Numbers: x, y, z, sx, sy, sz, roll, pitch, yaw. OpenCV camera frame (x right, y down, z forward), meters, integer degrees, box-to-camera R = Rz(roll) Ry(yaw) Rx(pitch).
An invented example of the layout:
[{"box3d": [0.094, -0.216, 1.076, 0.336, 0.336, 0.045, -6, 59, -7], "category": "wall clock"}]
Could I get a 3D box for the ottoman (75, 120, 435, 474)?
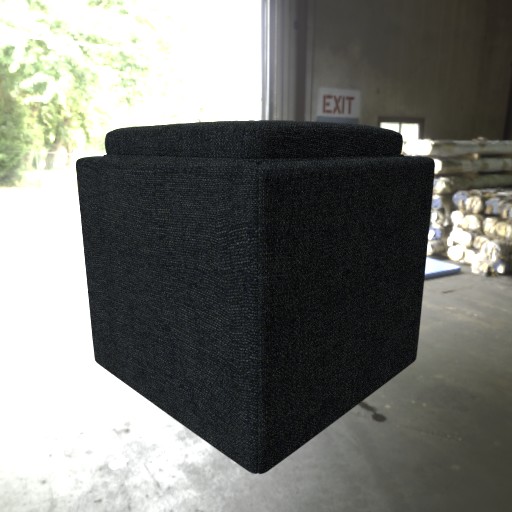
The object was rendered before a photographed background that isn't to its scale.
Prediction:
[{"box3d": [0.000, 0.000, 0.805, 0.450, 0.460, 0.450, 14, 19, 43], "category": "ottoman"}]
